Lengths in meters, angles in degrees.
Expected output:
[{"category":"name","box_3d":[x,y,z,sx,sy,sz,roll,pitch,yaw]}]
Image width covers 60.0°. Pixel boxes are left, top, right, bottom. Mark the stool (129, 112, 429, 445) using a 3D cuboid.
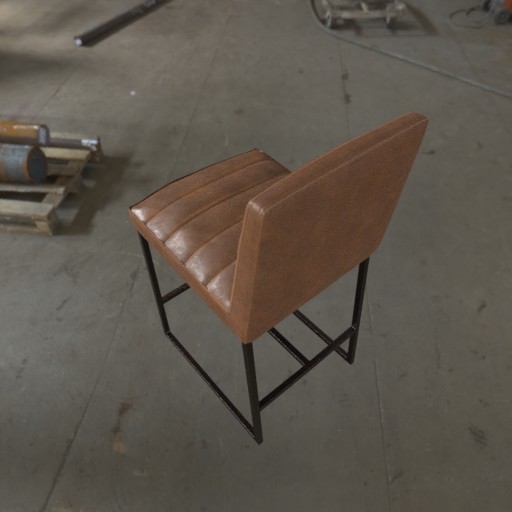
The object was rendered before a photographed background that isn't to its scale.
[{"category":"stool","box_3d":[0.000,0.000,1.243,0.463,0.942,0.562,-32,54,-27]}]
